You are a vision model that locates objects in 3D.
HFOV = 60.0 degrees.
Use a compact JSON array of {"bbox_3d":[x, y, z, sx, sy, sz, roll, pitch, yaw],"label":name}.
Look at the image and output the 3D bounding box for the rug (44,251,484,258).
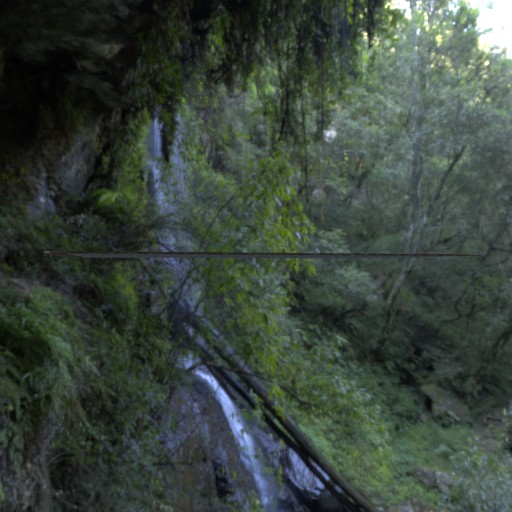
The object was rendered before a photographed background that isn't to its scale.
[{"bbox_3d":[0.000,0.000,2.507,2.029,0.010,1.237,0,-1,-17],"label":"rug"}]
